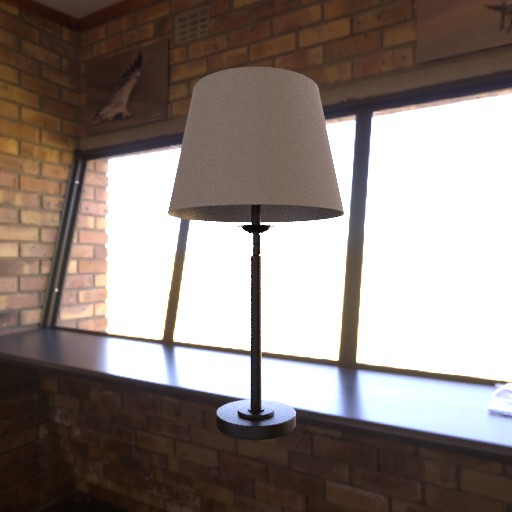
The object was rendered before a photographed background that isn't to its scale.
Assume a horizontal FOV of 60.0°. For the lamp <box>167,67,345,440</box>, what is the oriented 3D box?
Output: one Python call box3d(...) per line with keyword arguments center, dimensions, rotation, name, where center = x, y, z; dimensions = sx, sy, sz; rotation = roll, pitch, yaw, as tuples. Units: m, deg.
box3d(center=(0.000, 0.000, 0.920), dimensions=(0.363, 0.696, 0.363), rotation=(0, -1, 0), name="lamp")
